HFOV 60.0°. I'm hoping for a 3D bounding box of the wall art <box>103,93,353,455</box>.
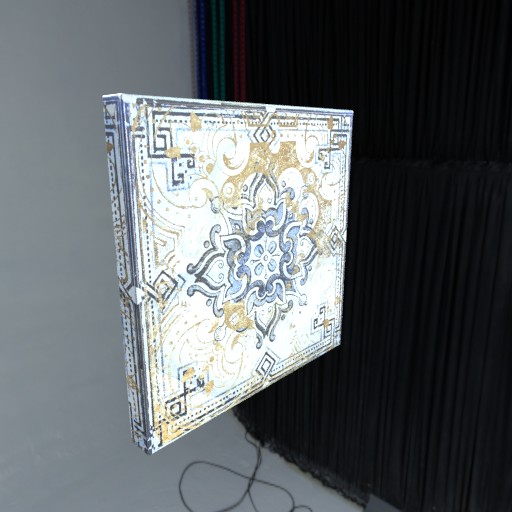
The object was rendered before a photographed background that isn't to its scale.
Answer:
[{"bbox_3d":[0.000,0.000,0.633,0.038,0.410,0.411,14,21,42],"label":"wall art"}]
